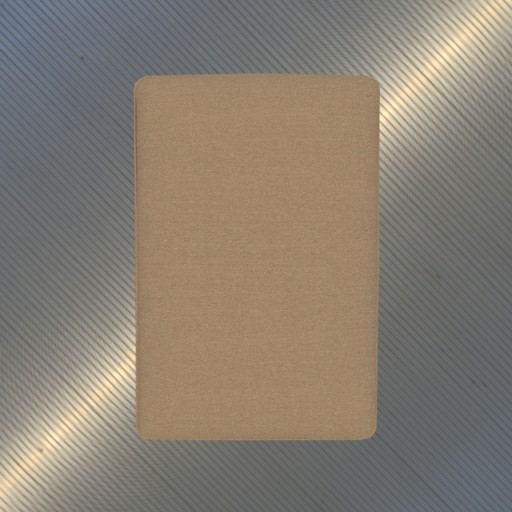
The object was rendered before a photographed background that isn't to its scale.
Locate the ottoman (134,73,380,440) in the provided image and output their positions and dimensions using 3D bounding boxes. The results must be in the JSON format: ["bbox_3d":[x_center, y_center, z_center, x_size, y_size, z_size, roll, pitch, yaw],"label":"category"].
[{"bbox_3d":[0.000,0.000,1.314,0.636,0.521,0.945,0,91,-1],"label":"ottoman"}]
